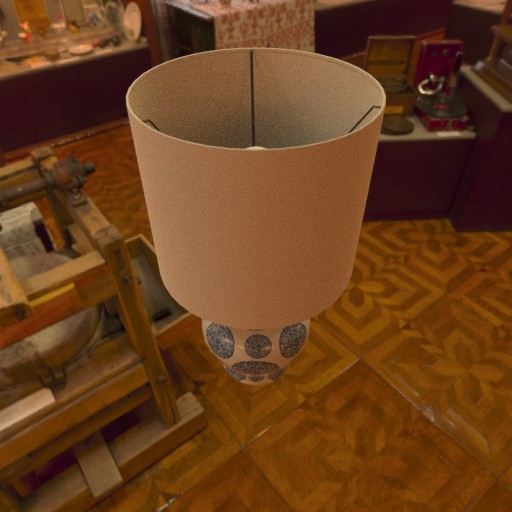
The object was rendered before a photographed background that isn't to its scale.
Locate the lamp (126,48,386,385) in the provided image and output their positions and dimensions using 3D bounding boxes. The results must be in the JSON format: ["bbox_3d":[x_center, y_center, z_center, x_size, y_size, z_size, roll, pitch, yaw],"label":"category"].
[{"bbox_3d":[0.000,0.000,0.501,0.215,0.381,0.215,-26,48,-26],"label":"lamp"}]
